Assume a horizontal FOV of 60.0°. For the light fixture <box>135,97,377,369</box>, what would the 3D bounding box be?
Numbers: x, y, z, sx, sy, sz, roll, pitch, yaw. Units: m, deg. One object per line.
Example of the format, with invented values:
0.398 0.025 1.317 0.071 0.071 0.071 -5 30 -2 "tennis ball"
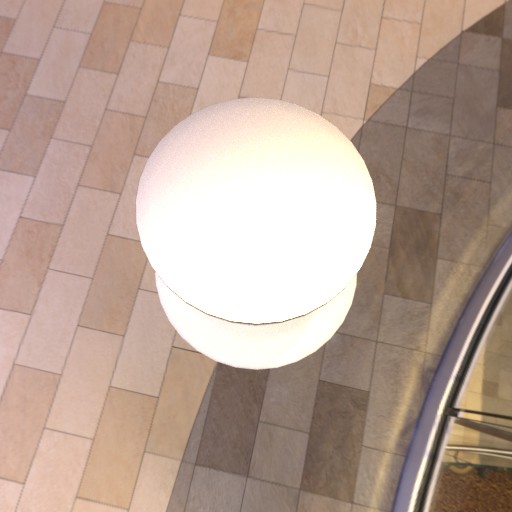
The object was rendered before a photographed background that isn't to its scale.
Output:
0.000 0.000 0.401 0.199 0.254 0.199 0 74 0 "light fixture"
